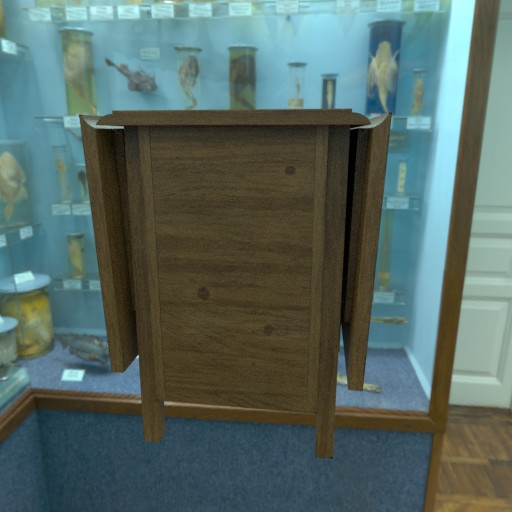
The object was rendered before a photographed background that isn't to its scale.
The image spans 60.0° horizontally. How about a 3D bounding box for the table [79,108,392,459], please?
[{"bbox_3d":[0.000,0.000,1.276,0.591,0.763,0.746,2,15,8],"label":"table"}]
